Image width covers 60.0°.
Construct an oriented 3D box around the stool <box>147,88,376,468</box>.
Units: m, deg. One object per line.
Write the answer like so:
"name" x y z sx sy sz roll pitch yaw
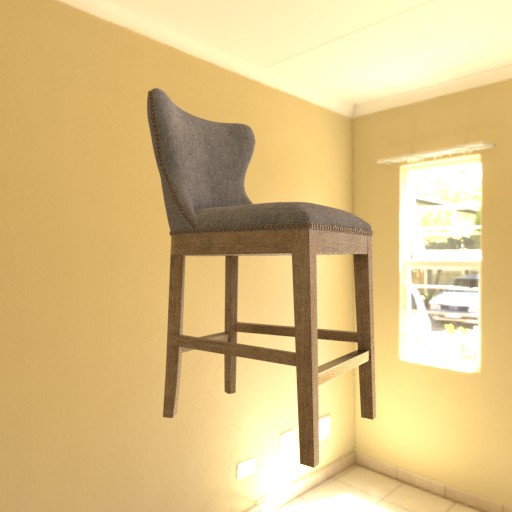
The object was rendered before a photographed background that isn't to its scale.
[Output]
"stool" 0.000 0.000 1.355 0.608 0.981 0.498 0 0 35
